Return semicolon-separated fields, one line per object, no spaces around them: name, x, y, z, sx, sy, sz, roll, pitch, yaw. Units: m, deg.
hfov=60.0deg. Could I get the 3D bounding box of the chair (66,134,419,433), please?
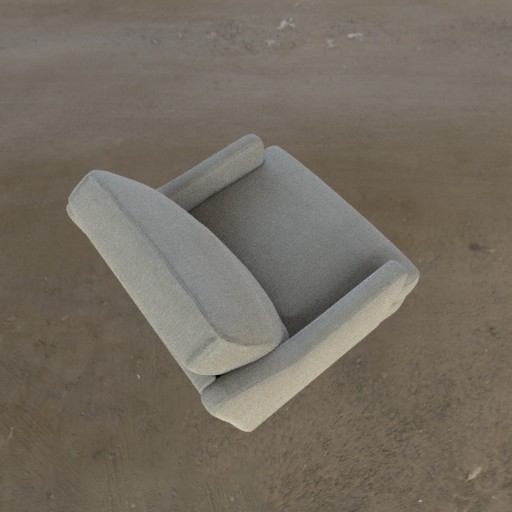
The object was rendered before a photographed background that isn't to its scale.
chair;0.000;0.000;1.550;0.892;0.821;0.826;-34;64;-19
